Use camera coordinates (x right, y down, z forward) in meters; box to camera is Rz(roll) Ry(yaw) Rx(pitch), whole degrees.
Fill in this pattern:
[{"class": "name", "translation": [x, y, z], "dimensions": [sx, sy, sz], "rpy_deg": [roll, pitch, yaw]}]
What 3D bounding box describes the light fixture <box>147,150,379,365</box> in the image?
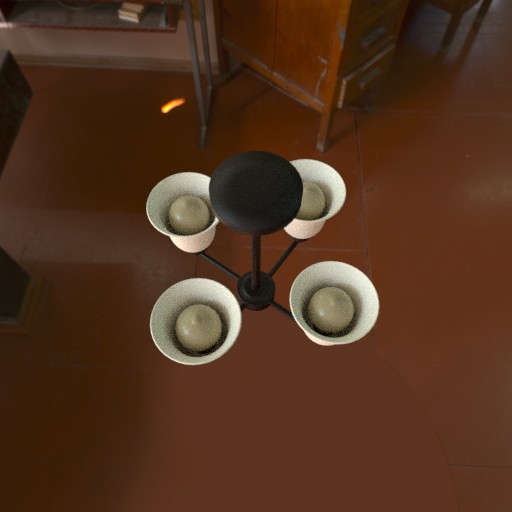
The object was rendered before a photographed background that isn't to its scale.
[{"class": "light fixture", "translation": [0.000, 0.000, 1.815], "dimensions": [1.069, 0.925, 1.069], "rpy_deg": [33, 67, 17]}]
